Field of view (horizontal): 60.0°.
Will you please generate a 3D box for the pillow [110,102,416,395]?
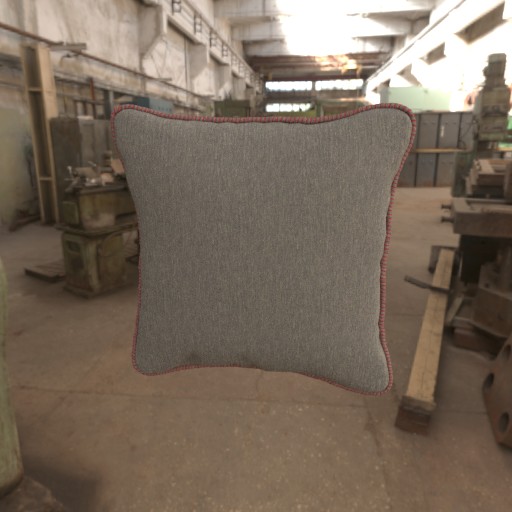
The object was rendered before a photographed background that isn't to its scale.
[{"bbox_3d":[0.000,0.000,0.751,0.482,0.491,0.124,2,16,9],"label":"pillow"}]
